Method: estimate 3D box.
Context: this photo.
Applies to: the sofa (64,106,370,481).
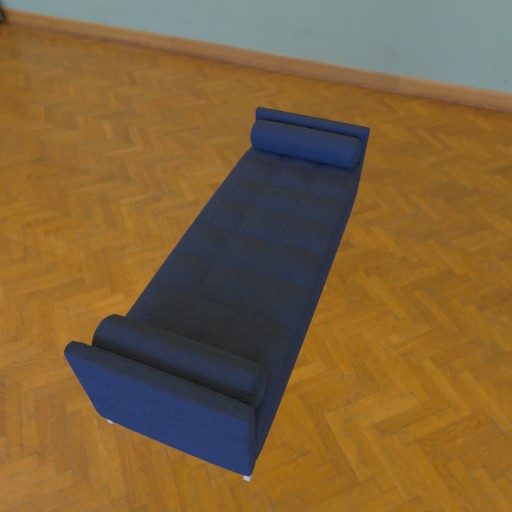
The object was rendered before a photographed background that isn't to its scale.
[{"bbox_3d":[0.000,0.000,2.482,0.797,0.657,2.102,16,48,15],"label":"sofa"}]
